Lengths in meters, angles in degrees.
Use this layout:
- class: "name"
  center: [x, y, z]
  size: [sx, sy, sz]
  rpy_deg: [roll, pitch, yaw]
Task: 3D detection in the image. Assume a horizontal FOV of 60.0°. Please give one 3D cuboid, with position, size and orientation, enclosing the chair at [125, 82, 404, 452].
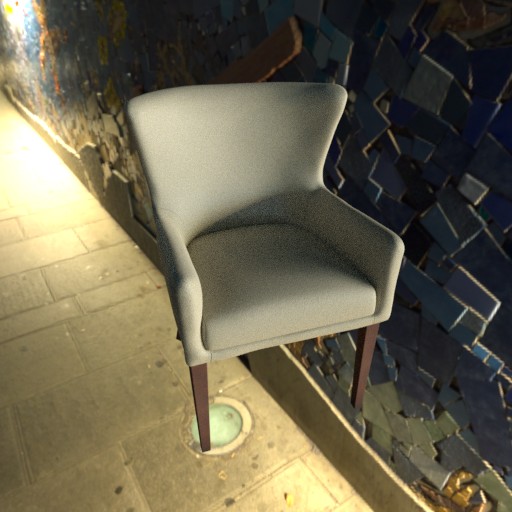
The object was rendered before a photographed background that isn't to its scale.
- class: "chair"
  center: [0.000, 0.000, 1.411]
  size: [0.660, 0.952, 0.686]
  rpy_deg: [-10, 33, -15]
